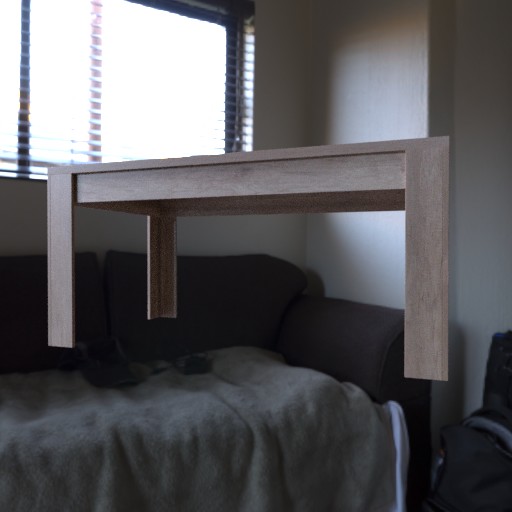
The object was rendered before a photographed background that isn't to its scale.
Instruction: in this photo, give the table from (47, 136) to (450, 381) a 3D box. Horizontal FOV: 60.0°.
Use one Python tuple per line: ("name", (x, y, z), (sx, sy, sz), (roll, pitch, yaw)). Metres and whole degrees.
("table", (0.000, 0.000, 2.086), (1.600, 0.775, 0.900), (0, 1, 19))
